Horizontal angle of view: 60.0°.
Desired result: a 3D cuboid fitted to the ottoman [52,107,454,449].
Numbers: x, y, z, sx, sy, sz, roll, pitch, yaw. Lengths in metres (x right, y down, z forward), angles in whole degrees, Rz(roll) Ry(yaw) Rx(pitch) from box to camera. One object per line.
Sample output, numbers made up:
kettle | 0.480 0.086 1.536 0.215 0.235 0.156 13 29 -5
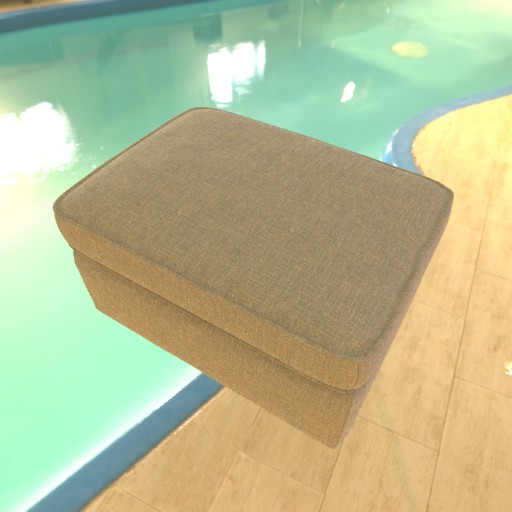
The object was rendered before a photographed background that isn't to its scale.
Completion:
ottoman | 0.000 0.000 1.111 0.762 0.457 0.559 24 51 21
